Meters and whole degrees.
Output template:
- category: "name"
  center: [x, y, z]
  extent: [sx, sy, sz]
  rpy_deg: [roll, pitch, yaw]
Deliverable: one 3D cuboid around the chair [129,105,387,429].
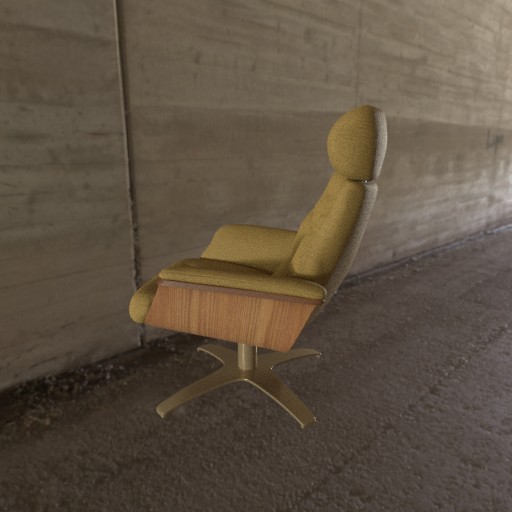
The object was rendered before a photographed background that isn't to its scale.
- category: "chair"
  center: [0.000, 0.000, 1.580]
  extent: [0.837, 0.995, 0.785]
  rpy_deg: [2, 15, 9]
